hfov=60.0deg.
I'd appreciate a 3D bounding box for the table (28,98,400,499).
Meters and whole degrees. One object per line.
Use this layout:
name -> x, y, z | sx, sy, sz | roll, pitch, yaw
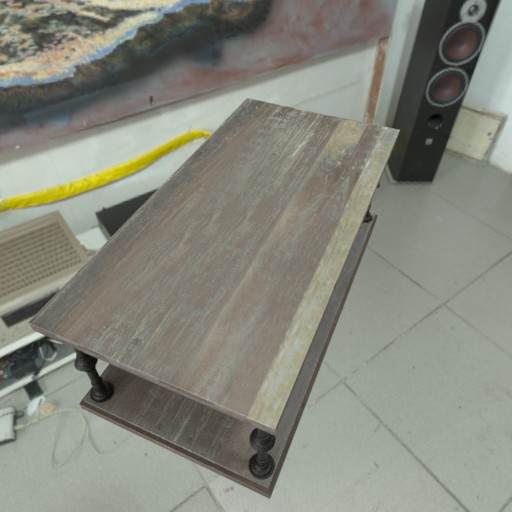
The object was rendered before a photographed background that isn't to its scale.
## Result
table -> 0.000, 0.000, 1.333 | 0.554, 0.399, 1.088 | 18, 48, 16
